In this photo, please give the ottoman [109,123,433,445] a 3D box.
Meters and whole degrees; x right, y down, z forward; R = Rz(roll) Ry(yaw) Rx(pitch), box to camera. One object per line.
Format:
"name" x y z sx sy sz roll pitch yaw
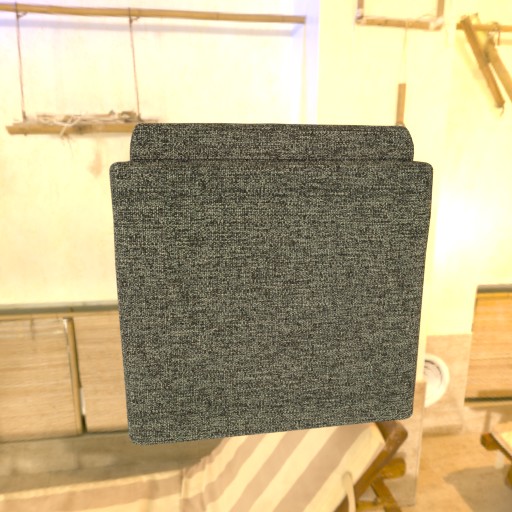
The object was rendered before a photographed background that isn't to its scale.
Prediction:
"ottoman" 0.000 0.000 0.828 0.450 0.463 0.450 -2 13 -9
